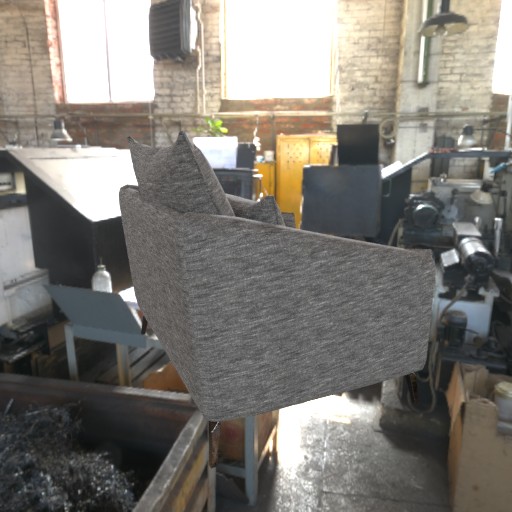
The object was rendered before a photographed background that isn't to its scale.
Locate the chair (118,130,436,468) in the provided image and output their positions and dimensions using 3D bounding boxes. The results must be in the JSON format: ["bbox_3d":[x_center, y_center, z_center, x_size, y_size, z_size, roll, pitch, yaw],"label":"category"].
[{"bbox_3d":[0.000,0.000,1.599,0.805,0.842,1.004,-6,15,-24],"label":"chair"}]
